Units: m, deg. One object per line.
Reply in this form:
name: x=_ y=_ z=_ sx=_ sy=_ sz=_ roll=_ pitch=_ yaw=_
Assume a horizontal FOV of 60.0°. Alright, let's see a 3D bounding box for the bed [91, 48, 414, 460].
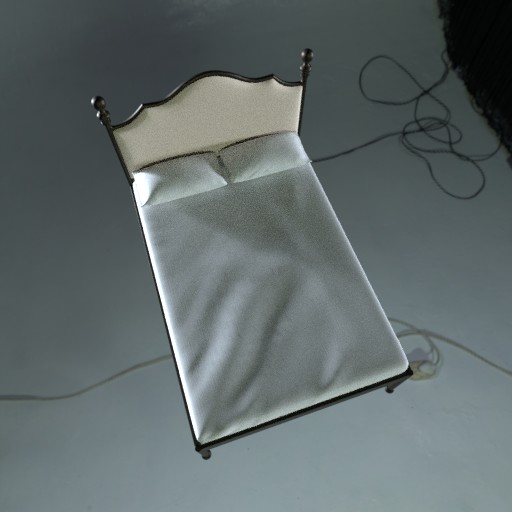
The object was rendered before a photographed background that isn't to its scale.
bed: x=0.000 y=0.000 z=3.106 sx=1.533 sy=1.462 sz=2.170 roll=-16 pitch=63 yaw=-9
